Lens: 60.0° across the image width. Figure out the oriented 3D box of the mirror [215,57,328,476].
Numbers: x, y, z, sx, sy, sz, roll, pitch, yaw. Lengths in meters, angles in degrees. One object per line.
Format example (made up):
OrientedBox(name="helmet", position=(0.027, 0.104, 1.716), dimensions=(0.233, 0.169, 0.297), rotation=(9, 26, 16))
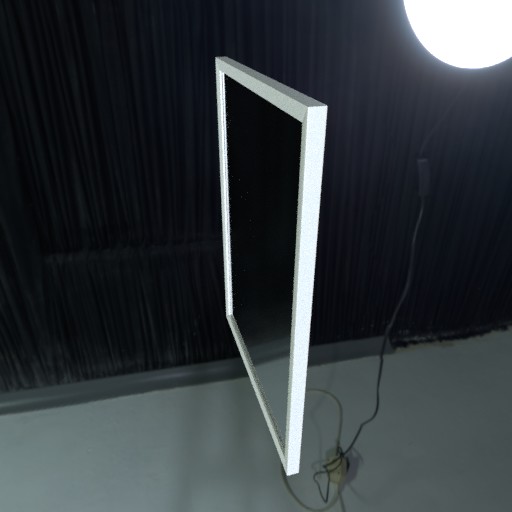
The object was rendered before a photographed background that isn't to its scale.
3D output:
OrientedBox(name="mirror", position=(0.000, 0.000, 1.326), dimensions=(0.040, 1.016, 0.762), rotation=(-8, 31, -14))
